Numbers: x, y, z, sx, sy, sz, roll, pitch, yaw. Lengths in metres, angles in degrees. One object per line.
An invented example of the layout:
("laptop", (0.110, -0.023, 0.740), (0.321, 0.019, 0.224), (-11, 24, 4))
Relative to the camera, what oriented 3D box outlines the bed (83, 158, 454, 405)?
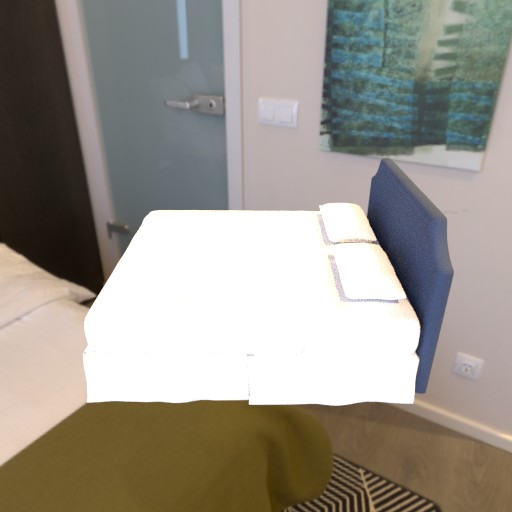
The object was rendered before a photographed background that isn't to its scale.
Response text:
("bed", (0.000, 0.000, 4.237), (2.773, 1.488, 2.350), (0, 27, 1))
